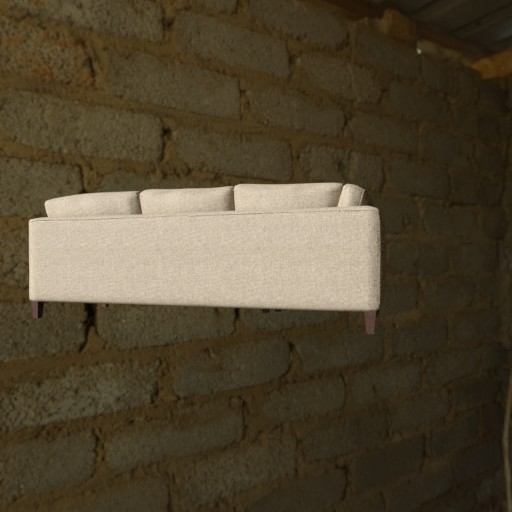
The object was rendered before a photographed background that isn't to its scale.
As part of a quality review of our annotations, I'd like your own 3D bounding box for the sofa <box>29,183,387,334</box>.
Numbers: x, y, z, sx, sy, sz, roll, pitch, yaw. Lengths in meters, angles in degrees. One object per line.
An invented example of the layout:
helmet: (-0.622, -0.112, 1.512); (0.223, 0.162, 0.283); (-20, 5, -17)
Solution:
sofa: (0.000, 0.000, 4.587); (2.593, 0.959, 3.460); (0, -1, 17)
